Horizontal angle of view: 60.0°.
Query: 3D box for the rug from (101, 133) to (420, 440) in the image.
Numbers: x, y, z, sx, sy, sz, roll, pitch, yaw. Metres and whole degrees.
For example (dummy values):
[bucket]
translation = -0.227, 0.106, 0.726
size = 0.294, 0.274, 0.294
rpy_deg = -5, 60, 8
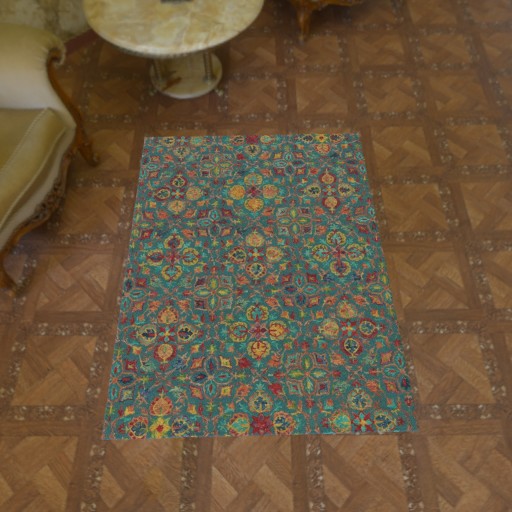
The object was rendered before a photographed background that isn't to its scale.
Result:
[rug]
translation = 0.000, 0.000, 4.207
size = 2.434, 0.025, 3.204
rpy_deg = -1, 59, -1
